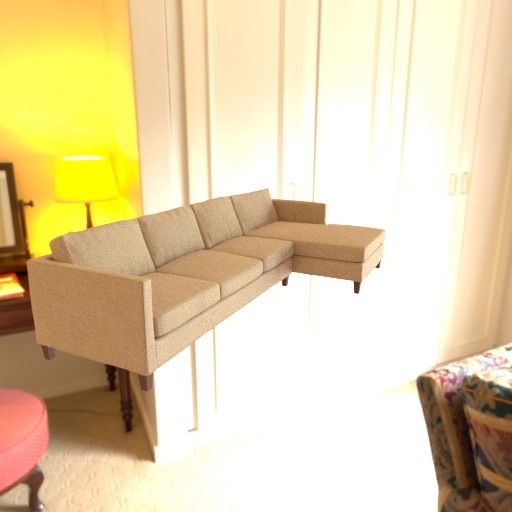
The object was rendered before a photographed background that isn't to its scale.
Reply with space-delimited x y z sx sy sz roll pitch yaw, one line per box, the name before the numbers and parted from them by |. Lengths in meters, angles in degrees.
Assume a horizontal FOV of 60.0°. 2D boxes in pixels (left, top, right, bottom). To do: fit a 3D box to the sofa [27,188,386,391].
sofa | 0.000 0.000 3.832 1.625 0.846 3.186 8 17 26
